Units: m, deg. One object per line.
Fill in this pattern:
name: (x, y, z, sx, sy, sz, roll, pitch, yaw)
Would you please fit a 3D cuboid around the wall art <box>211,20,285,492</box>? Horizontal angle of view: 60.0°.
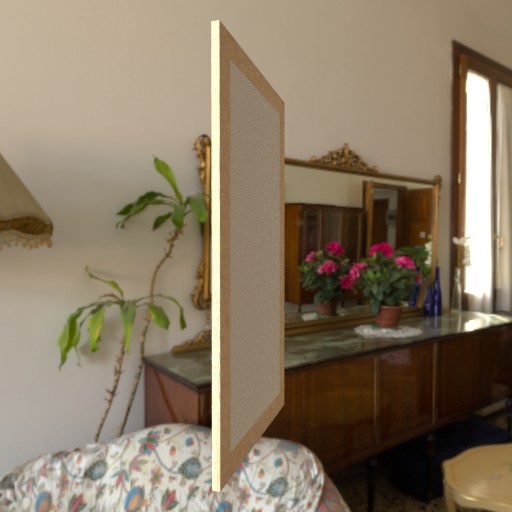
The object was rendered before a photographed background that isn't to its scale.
wall art: (0.000, 0.000, 0.824, 0.013, 0.683, 0.381, 0, 1, 18)
